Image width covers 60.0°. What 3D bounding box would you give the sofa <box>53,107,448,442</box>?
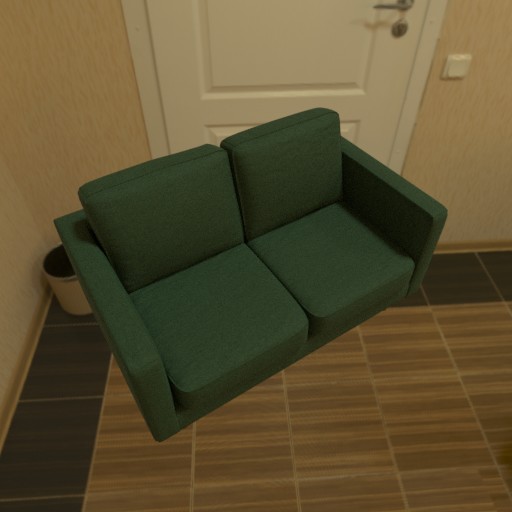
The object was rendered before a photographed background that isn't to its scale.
[{"bbox_3d":[0.000,0.000,1.998,1.430,0.899,0.879,-25,51,-22],"label":"sofa"}]
